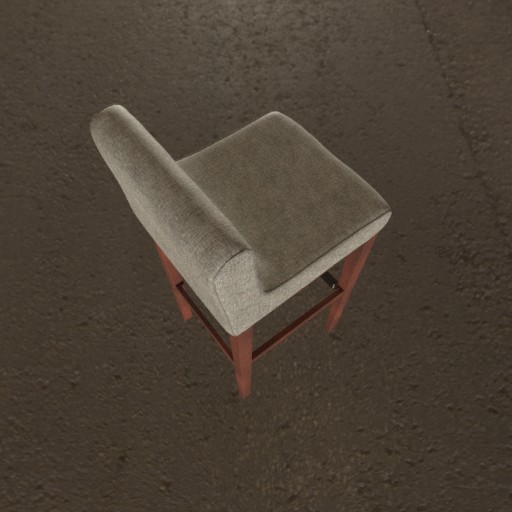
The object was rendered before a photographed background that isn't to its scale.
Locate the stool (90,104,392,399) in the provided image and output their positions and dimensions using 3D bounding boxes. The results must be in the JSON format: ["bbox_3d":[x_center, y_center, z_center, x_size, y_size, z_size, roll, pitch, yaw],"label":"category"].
[{"bbox_3d":[0.000,0.000,1.223,0.499,0.965,0.426,-33,64,-18],"label":"stool"}]
